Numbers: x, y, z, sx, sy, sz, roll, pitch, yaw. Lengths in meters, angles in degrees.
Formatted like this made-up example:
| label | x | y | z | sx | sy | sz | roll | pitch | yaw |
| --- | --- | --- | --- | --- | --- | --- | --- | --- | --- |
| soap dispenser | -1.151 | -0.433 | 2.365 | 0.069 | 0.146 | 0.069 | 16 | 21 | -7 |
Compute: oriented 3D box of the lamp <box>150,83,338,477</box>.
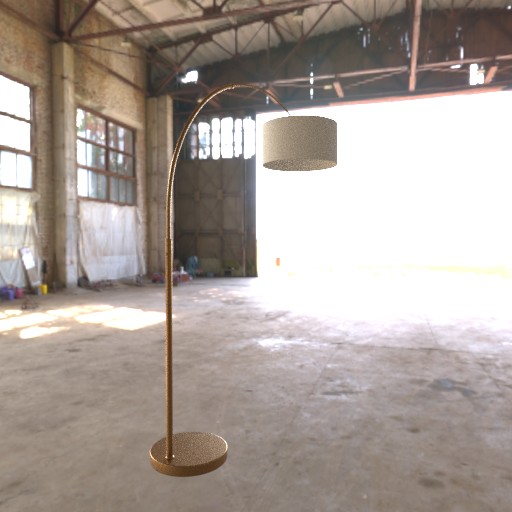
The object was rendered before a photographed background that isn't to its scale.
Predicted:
| label | x | y | z | sx | sy | sz | roll | pitch | yaw |
| --- | --- | --- | --- | --- | --- | --- | --- | --- | --- |
| lamp | 0.000 | 0.000 | 2.542 | 0.493 | 1.927 | 1.434 | 1 | 2 | 37 |
